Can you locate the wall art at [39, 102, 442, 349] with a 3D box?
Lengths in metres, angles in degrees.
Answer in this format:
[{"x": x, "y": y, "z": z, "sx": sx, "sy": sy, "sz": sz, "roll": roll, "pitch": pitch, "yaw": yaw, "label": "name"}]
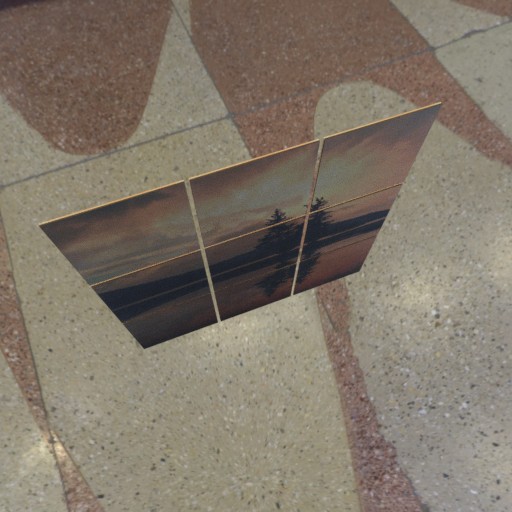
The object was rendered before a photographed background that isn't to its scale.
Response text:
[{"x": 0.000, "y": 0.000, "z": 2.252, "sx": 1.520, "sy": 1.525, "sz": 0.013, "roll": -19, "pitch": 65, "yaw": -9, "label": "wall art"}]
